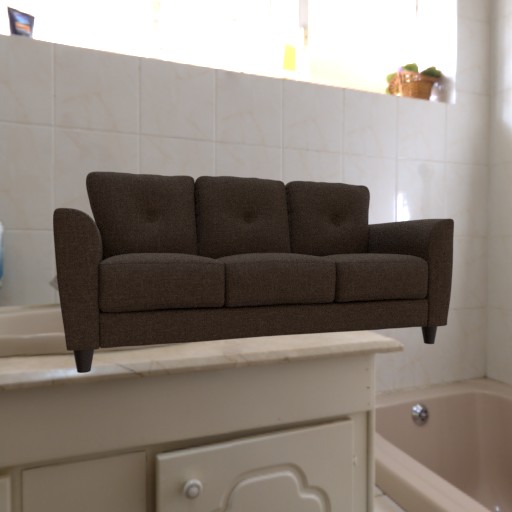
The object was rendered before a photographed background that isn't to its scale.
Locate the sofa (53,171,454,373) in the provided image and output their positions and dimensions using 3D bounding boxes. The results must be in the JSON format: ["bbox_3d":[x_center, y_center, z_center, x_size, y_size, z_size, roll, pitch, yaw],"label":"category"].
[{"bbox_3d":[0.000,0.000,2.303,1.847,0.891,0.837,0,1,-19],"label":"sofa"}]
